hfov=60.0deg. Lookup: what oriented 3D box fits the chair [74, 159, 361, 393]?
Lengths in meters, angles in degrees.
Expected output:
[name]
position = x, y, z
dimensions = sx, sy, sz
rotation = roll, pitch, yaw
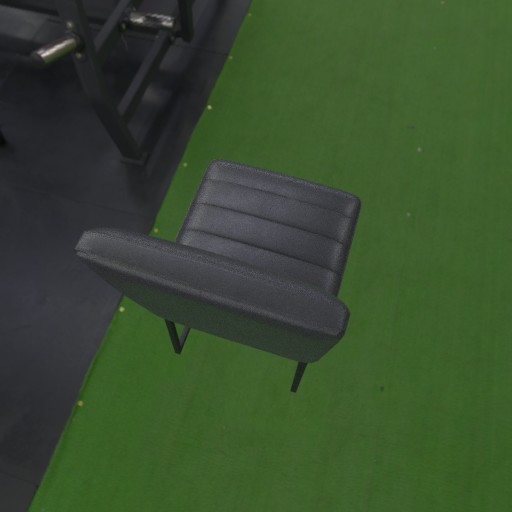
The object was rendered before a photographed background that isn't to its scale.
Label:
[chair]
position = 0.000, 0.000, 1.296
dimensions = 0.520, 0.930, 0.634
rotation = 16, 65, 8
